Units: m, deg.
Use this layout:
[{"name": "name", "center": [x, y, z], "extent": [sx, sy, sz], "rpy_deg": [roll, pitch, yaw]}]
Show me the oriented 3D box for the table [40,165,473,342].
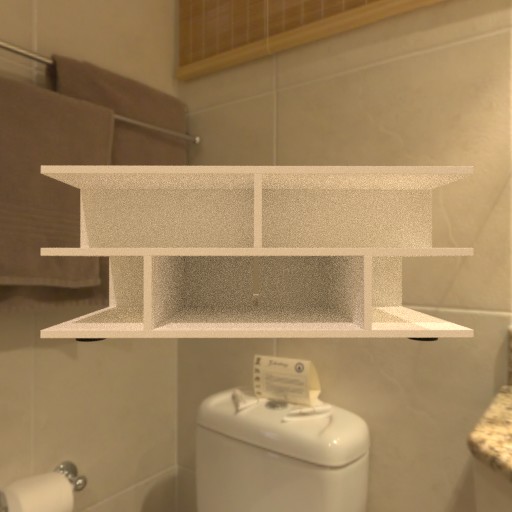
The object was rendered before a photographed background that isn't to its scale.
[{"name": "table", "center": [0.000, 0.000, 1.066], "extent": [0.700, 0.289, 0.700], "rpy_deg": [0, 0, -1]}]
